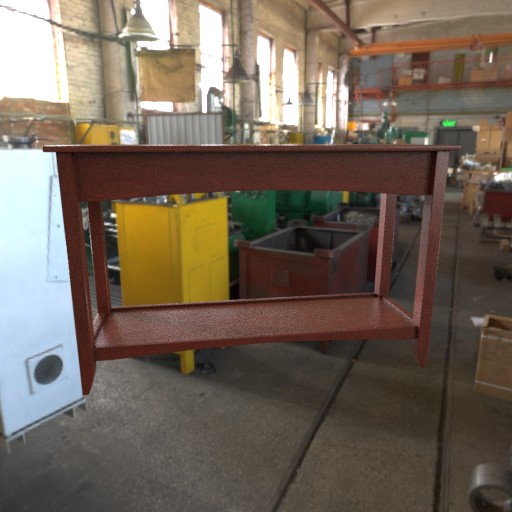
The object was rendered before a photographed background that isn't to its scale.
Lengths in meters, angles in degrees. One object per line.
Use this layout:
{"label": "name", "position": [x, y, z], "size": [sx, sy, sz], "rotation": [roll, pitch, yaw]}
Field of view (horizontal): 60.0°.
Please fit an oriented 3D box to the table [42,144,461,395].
{"label": "table", "position": [0.000, 0.000, 1.520], "size": [1.188, 0.739, 0.392], "rotation": [-2, 15, -9]}
